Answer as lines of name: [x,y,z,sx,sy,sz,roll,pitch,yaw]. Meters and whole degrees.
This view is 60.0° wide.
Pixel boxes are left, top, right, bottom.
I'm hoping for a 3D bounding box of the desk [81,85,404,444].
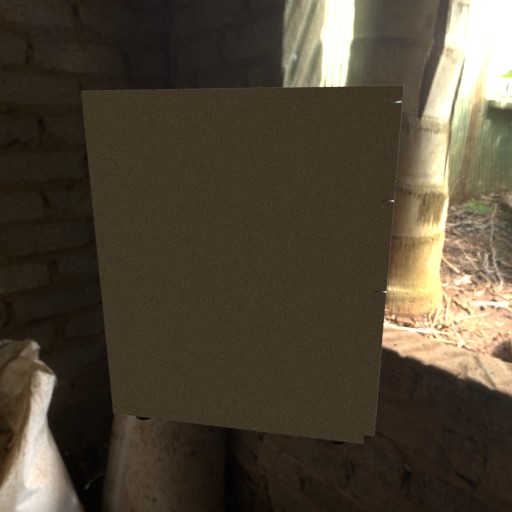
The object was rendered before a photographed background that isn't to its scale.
desk: [0.000,0.000,1.076,0.600,0.730,0.404,3,16,10]
